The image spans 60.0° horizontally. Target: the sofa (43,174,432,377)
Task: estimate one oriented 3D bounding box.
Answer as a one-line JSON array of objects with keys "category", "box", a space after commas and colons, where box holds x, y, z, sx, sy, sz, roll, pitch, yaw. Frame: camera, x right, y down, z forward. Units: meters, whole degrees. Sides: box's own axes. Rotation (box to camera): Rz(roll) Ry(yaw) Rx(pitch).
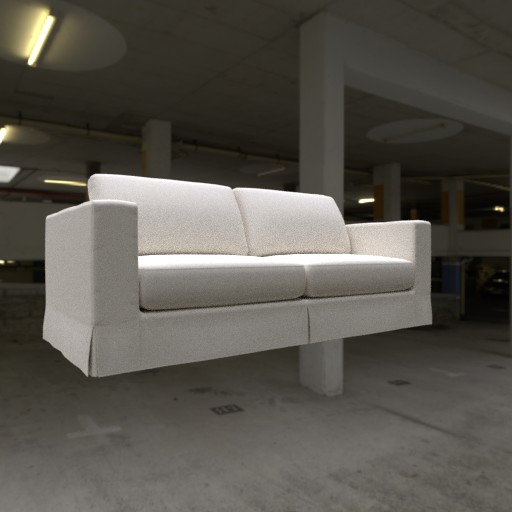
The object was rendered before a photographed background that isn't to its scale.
[{"category": "sofa", "box": [0.000, 0.000, 2.631, 2.163, 0.881, 0.954, 0, 1, -35]}]
